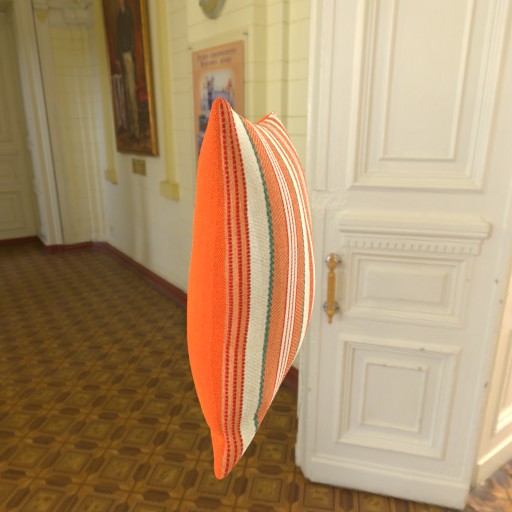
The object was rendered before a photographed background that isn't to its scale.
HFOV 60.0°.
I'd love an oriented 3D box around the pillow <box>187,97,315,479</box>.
[{"bbox_3d":[0.000,0.000,0.677,0.182,0.441,0.440,3,18,9],"label":"pillow"}]
